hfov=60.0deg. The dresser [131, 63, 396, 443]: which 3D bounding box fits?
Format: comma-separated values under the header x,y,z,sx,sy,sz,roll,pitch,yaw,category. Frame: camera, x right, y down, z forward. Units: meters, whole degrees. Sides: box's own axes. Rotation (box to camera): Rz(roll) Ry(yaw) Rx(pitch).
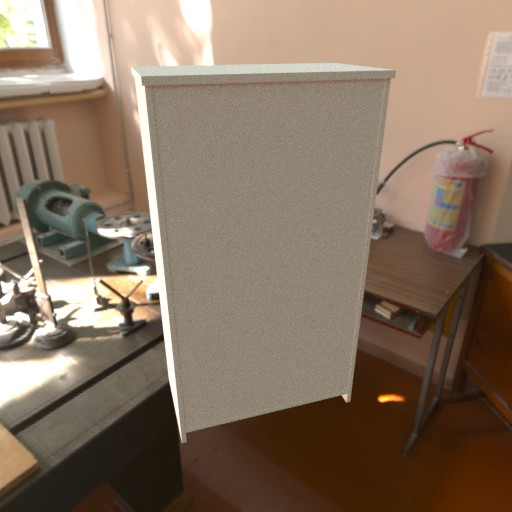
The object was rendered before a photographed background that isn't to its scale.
x,y,z,sx,sy,sz,roll,pitch,yaw,category
0.000,0.000,1.605,0.704,1.255,0.399,-8,28,-16,dresser
